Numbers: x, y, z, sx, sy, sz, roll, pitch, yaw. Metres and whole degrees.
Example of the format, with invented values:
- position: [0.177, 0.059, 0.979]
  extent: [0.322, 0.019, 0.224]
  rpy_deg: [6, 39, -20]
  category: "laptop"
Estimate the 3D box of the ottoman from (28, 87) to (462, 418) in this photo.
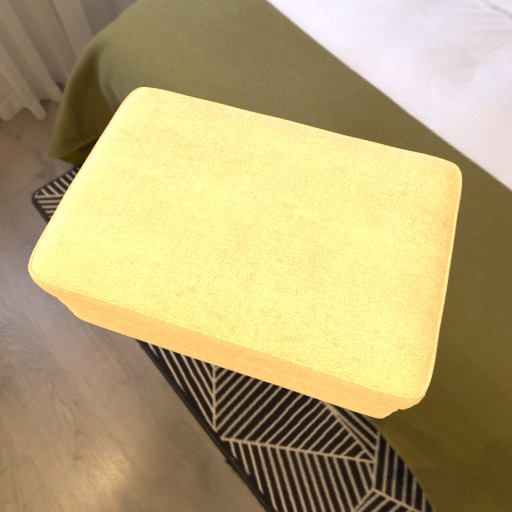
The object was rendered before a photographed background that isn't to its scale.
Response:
- position: [0.000, 0.000, 1.161]
  extent: [0.862, 0.484, 0.583]
  rpy_deg: [16, 65, 8]
  category: "ottoman"
